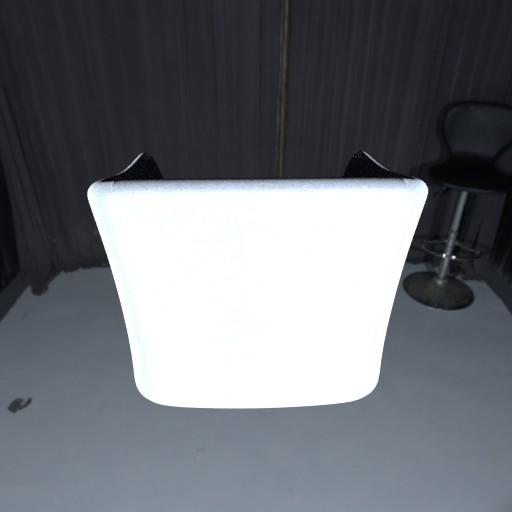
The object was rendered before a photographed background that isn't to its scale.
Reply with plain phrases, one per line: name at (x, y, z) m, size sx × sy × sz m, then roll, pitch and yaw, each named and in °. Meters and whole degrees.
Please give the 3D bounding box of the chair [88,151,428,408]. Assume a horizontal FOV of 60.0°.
chair at (0.000, 0.000, 1.343) m, size 0.790 × 0.720 × 0.700 m, roll -1°, pitch 30°, yaw -1°
